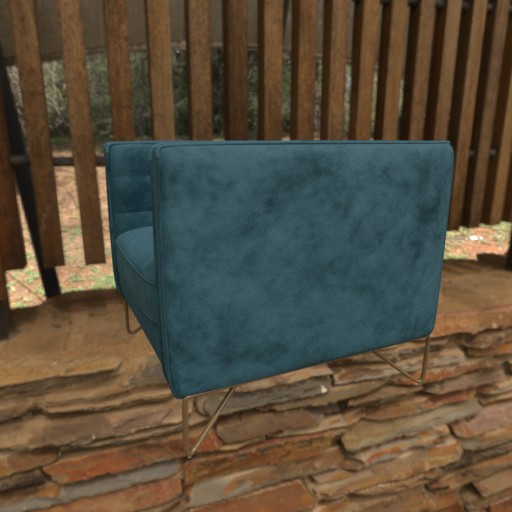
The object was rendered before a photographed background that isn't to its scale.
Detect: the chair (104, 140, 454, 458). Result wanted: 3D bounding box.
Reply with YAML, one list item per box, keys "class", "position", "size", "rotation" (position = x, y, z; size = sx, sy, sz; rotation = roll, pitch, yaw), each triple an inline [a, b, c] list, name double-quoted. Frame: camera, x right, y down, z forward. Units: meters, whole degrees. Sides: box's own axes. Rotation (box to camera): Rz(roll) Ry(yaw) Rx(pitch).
- class: "chair"
  position: [0.000, 0.000, 1.560]
  size: [0.894, 0.790, 0.880]
  rotation: [-7, 16, -25]
